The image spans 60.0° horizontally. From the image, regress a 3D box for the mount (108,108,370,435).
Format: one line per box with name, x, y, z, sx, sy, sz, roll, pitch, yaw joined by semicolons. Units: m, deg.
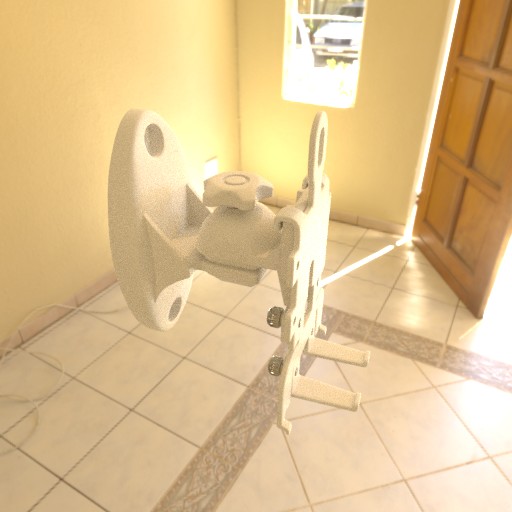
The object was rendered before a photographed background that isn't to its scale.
mount;0.000;0.000;0.179;0.100;0.118;0.066;11;33;17
